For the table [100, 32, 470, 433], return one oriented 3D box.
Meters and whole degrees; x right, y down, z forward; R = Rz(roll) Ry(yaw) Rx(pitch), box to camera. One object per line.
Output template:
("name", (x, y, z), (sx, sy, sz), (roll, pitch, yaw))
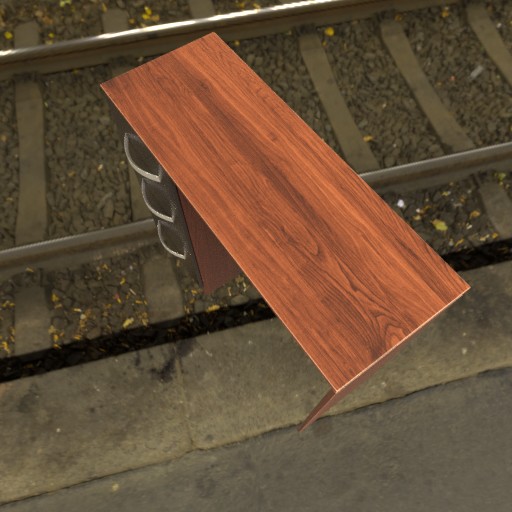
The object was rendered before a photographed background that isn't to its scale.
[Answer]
("table", (0.000, 0.000, 1.347), (0.380, 0.790, 0.930), (-33, 68, -15))
